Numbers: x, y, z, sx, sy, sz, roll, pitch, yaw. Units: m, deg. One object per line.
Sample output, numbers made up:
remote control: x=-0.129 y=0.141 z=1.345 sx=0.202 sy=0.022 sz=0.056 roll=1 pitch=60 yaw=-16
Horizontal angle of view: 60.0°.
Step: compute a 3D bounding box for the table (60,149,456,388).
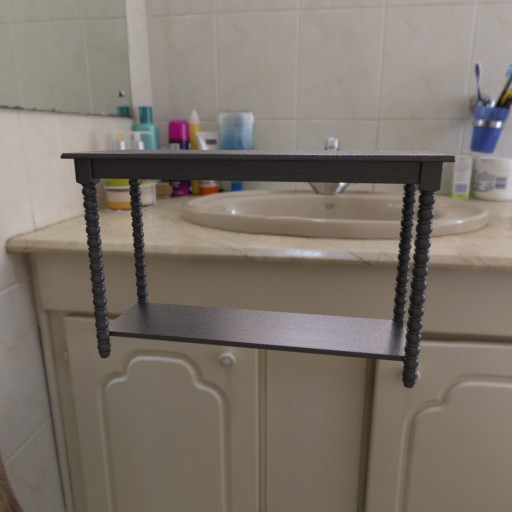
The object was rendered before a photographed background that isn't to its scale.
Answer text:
table: x=0.000 y=0.000 z=1.604 sx=1.184 sy=0.735 sz=0.459 roll=3 pitch=15 yaw=10
